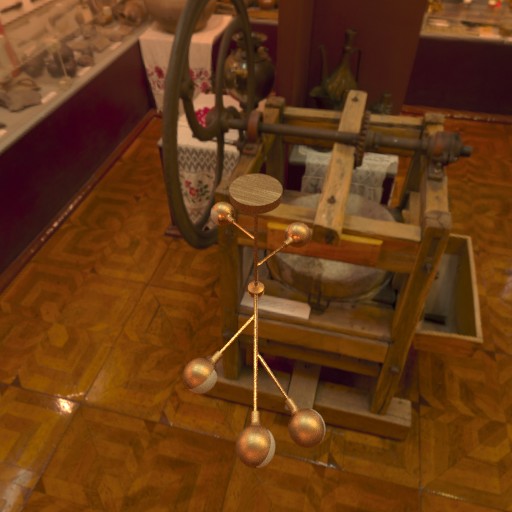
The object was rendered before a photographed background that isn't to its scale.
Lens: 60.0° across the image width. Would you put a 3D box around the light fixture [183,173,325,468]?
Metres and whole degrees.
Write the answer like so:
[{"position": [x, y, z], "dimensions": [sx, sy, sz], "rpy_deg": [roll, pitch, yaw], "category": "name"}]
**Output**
[{"position": [0.000, 0.000, 0.971], "dimensions": [0.434, 0.362, 0.778], "rpy_deg": [11, 46, 11], "category": "light fixture"}]
